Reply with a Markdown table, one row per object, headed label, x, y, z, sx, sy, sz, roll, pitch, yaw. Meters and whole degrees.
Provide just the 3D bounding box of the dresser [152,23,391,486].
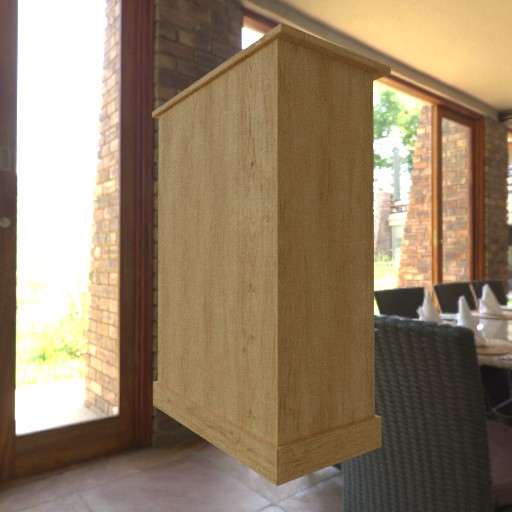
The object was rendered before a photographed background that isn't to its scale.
| label | x | y | z | sx | sy | sz | roll | pitch | yaw |
| --- | --- | --- | --- | --- | --- | --- | --- | --- | --- |
| dresser | 0.000 | 0.000 | 1.741 | 0.485 | 1.300 | 0.915 | 1 | -1 | -36 |
